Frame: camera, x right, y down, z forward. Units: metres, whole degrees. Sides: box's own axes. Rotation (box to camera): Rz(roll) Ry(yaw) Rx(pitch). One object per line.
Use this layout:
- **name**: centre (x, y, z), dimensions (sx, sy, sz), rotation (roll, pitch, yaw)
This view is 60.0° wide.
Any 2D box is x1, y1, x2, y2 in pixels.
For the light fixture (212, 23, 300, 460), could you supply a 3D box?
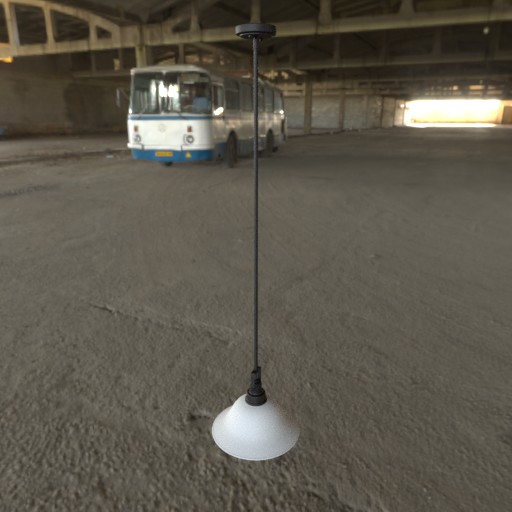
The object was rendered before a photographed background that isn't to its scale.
- **light fixture**: centre (0.000, 0.000, 1.437), dimensions (0.324, 1.337, 0.324), rotation (8, 19, 24)
